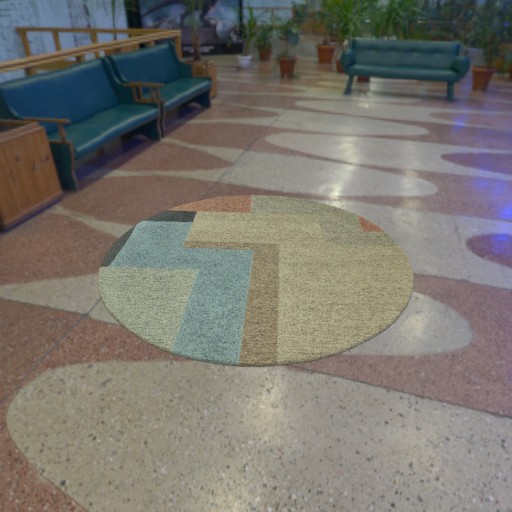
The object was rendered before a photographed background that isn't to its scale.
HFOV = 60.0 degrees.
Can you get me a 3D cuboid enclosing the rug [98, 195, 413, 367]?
[{"bbox_3d":[0.000,0.000,3.608,2.461,0.033,2.461,0,31,0],"label":"rug"}]
